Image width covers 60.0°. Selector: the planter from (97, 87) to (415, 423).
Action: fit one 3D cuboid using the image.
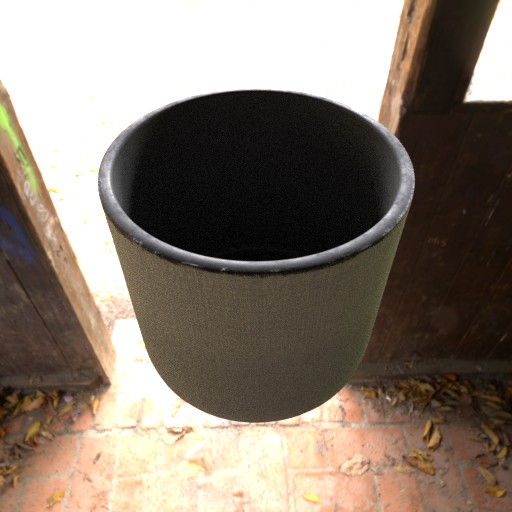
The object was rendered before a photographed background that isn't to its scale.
[{"bbox_3d":[0.000,0.000,0.382,0.221,0.201,0.221,0,46,0],"label":"planter"}]
